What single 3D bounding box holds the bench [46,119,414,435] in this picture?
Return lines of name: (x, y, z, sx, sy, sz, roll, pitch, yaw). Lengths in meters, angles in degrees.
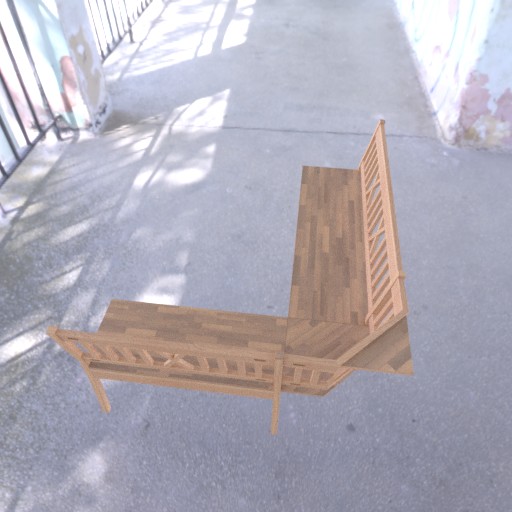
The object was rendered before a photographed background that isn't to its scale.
bench: (0.000, 0.000, 2.782, 1.537, 0.902, 1.937, 5, 47, 5)
